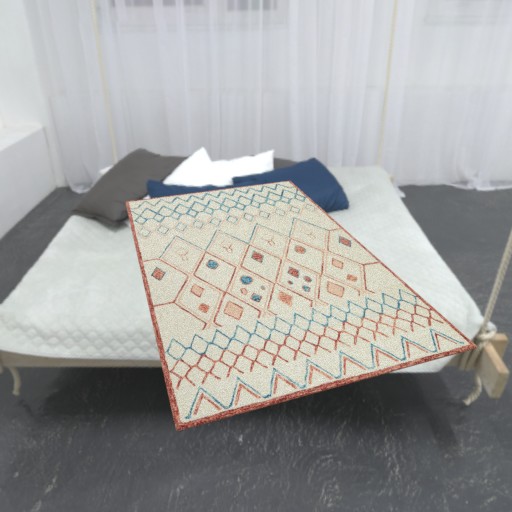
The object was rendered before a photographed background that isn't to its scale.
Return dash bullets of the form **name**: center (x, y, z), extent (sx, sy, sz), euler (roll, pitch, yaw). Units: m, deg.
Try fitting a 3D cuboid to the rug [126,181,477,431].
- **rug**: center (0.000, 0.000, 3.011), extent (1.524, 0.015, 2.438), euler (-10, 32, -16)
